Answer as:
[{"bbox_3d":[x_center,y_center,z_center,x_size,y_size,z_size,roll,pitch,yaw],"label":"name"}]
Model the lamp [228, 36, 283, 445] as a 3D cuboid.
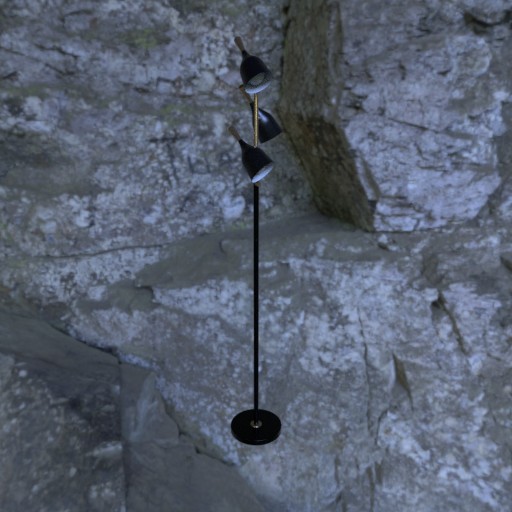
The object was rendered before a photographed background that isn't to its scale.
[{"bbox_3d":[0.000,0.000,1.965,0.253,1.778,0.434,3,15,11],"label":"lamp"}]
